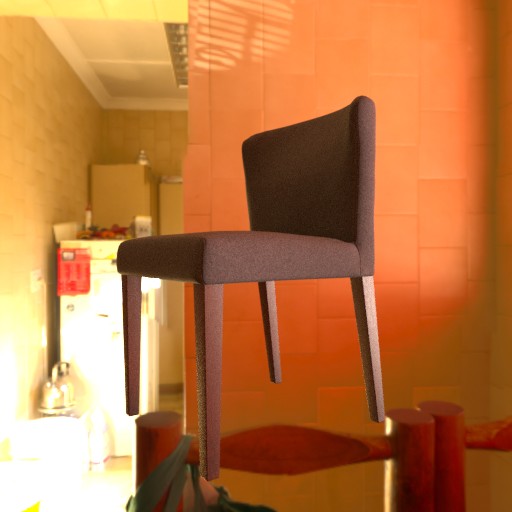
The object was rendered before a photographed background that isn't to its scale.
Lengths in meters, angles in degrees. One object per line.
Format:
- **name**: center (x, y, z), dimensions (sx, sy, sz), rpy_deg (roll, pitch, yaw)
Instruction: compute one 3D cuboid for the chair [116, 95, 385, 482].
- **chair**: center (0.000, 0.000, 1.158), dimensions (0.592, 0.839, 0.491), rpy_deg (0, 1, -36)
